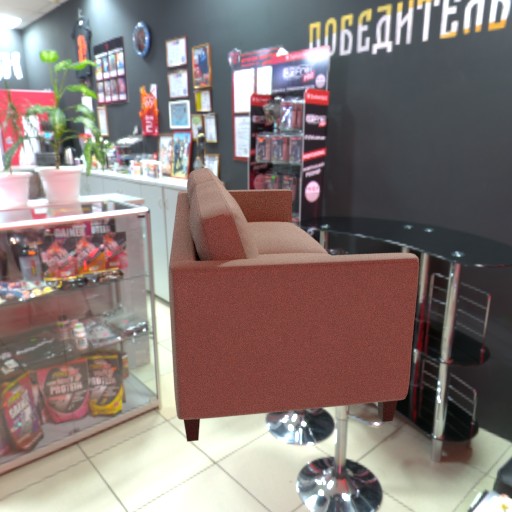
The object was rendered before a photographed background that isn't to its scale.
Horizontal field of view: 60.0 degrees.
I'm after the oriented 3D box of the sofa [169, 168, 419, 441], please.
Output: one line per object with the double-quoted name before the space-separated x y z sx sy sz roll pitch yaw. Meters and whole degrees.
"sofa" 0.000 0.000 2.653 0.948 0.932 2.181 -2 15 -8
